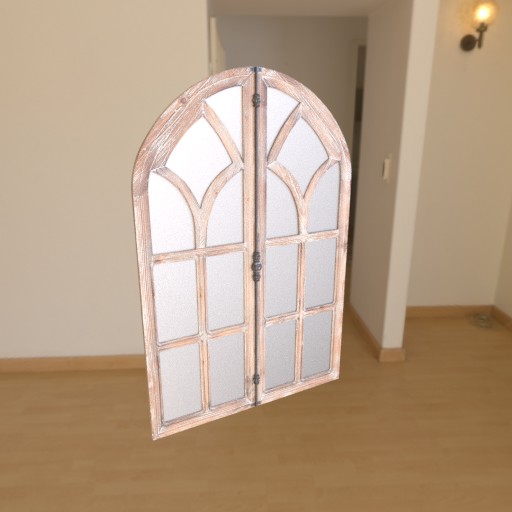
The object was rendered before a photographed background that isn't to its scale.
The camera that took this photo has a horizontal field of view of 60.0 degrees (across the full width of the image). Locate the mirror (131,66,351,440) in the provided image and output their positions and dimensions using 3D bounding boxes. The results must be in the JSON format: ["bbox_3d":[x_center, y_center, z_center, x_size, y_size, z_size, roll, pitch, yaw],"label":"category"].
[{"bbox_3d":[0.000,0.000,1.158,0.609,0.915,0.032,-9,19,-27],"label":"mirror"}]
